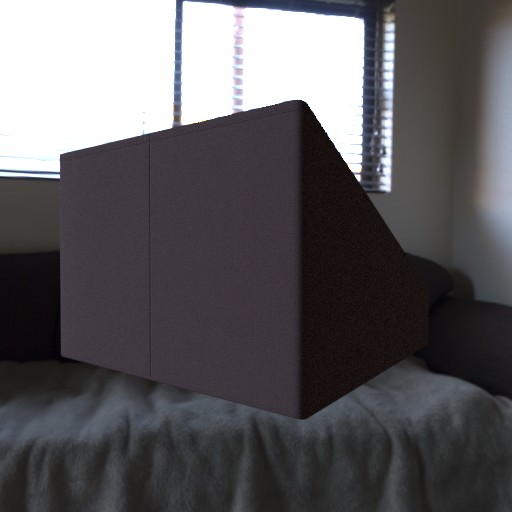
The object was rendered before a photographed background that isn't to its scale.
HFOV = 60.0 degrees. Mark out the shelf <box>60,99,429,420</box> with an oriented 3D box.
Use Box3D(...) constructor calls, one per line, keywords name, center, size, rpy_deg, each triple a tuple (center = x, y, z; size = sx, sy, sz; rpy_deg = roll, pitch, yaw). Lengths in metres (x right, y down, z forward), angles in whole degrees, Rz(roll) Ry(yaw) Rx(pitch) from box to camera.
Box3D(name="shelf", center=(0.000, 0.000, 0.487), size=(0.292, 0.210, 0.292), rpy_deg=(1, 1, 37))
